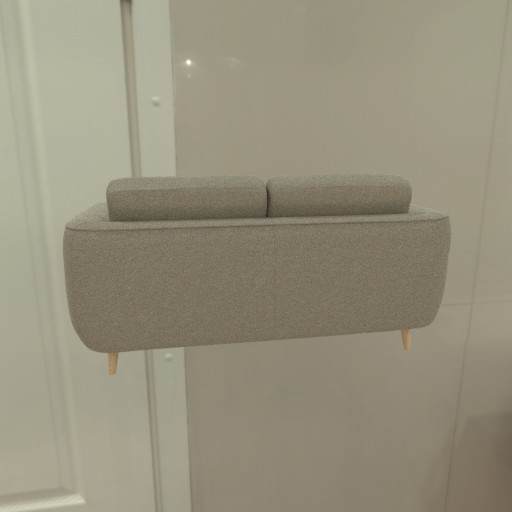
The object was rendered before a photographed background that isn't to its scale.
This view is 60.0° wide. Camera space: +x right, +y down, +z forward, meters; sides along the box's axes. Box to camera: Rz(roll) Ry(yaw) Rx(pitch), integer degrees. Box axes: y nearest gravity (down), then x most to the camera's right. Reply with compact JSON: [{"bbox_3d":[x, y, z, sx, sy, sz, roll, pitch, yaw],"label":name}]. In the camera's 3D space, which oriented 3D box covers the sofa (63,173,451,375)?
[{"bbox_3d":[0.000,0.000,2.245,1.700,0.850,0.920,-2,14,-10],"label":"sofa"}]
